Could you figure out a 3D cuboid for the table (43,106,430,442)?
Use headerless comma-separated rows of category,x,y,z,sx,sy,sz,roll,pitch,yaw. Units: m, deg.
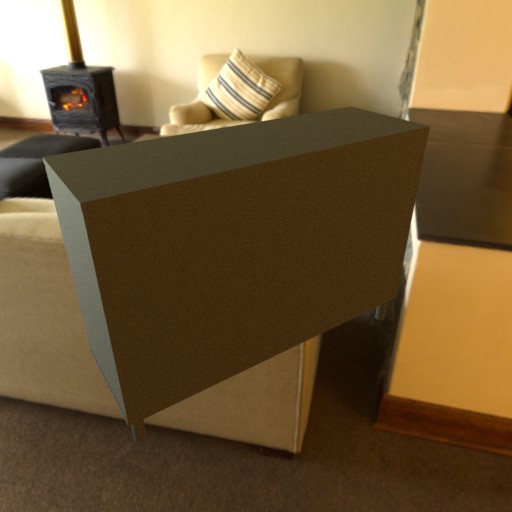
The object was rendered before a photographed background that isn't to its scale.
table,0.000,0.000,1.621,1.200,0.855,0.400,-19,35,-29
